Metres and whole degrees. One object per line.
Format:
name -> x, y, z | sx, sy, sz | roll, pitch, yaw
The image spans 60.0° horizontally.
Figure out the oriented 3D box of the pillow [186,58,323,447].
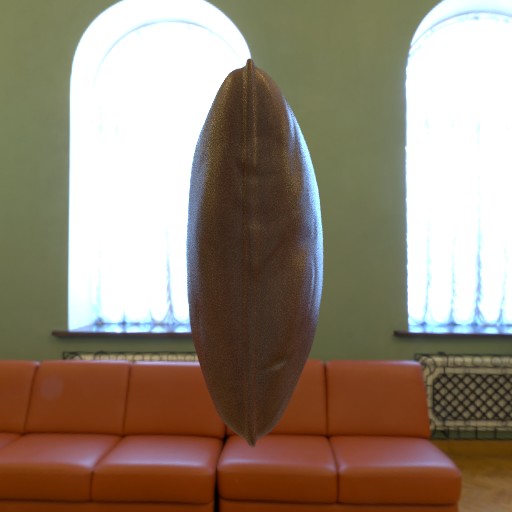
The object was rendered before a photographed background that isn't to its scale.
pillow -> 0.000, 0.000, 0.826 | 0.236, 0.523, 0.532 | 0, -1, 1
